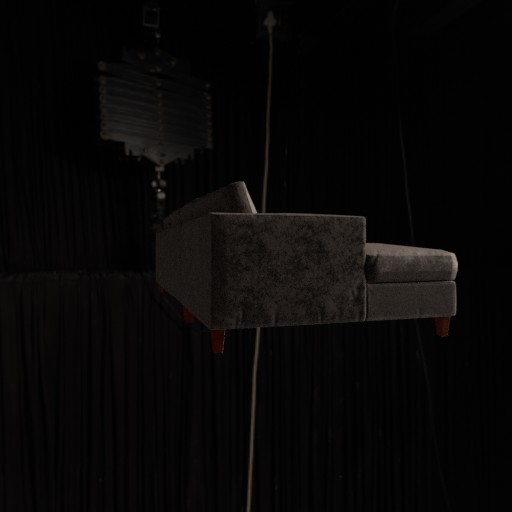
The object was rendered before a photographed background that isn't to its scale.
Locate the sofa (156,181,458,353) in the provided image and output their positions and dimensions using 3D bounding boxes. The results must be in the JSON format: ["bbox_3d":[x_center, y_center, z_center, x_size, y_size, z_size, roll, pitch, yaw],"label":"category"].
[{"bbox_3d":[0.000,0.000,4.185,1.606,0.954,3.471,0,1,-17],"label":"sofa"}]
